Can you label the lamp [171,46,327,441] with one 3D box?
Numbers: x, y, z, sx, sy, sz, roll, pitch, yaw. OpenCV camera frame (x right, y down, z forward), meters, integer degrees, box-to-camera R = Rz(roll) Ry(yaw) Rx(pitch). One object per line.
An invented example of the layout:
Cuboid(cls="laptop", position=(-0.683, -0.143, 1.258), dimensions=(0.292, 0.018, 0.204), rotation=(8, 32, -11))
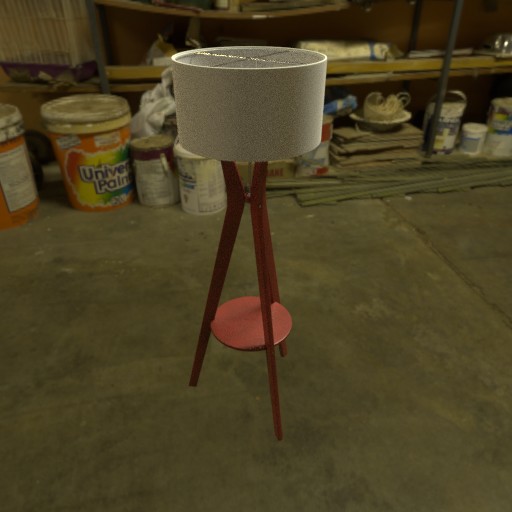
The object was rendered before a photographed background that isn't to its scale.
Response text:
Cuboid(cls="lamp", position=(0.000, 0.000, 1.766), dimensions=(0.539, 1.472, 0.542), rotation=(21, 37, 30))
